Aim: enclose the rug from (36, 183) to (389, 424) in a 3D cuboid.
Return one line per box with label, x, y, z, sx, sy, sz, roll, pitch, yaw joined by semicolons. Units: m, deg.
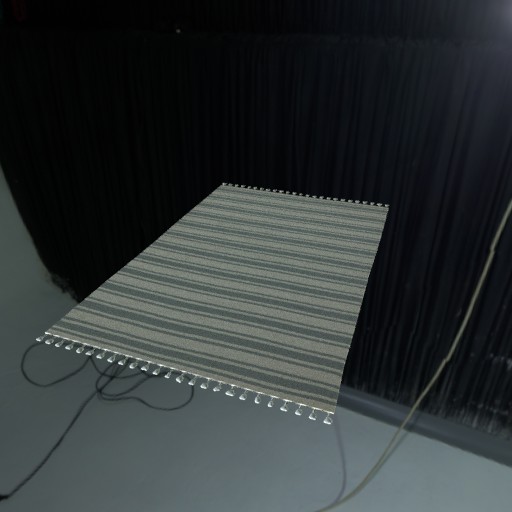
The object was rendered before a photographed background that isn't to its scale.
rug;0.000;0.000;3.029;1.539;0.011;2.410;10;32;17
